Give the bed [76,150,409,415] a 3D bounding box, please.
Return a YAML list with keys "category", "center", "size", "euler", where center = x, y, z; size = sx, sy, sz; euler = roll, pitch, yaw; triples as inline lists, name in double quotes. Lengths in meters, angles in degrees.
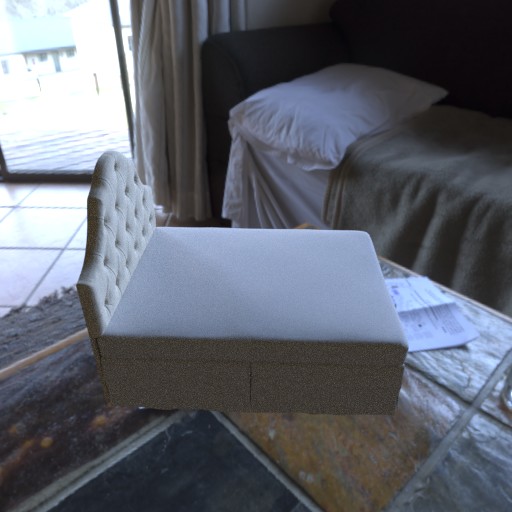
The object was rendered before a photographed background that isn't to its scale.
- category: "bed"
  center: [0.000, 0.000, 3.371]
  size: [2.092, 1.575, 1.627]
  euler: [1, 32, 2]
